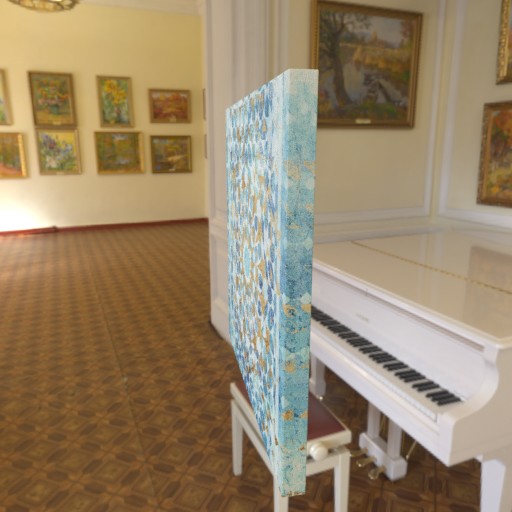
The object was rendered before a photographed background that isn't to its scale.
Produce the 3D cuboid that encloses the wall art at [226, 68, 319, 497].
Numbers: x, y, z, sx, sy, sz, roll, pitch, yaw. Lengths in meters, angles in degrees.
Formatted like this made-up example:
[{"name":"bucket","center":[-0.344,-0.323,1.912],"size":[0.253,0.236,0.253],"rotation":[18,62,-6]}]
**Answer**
[{"name":"wall art","center":[0.000,0.000,0.895],"size":[0.040,0.609,0.609],"rotation":[-3,14,-10]}]
